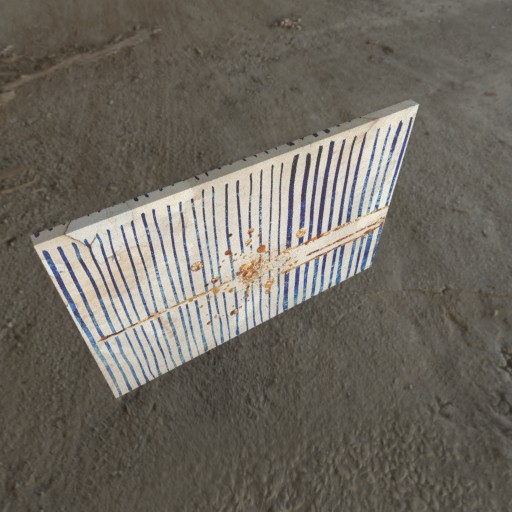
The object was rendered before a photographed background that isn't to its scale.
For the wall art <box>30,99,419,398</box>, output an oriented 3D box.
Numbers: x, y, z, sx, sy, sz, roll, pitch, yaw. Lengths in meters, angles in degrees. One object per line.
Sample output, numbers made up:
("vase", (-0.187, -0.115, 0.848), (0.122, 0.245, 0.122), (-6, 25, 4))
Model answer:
("wall art", (0.000, 0.000, 1.443), (1.143, 0.757, 0.038), (-24, 52, -20))
